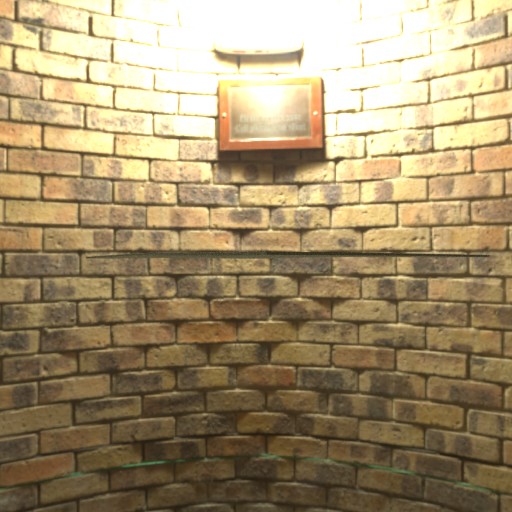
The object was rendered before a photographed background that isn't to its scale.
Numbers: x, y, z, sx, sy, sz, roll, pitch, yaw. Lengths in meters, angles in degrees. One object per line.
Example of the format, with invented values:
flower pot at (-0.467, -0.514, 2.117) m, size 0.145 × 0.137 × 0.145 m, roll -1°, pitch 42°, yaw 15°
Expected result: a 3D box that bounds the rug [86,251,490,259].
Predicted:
rug at (0.000, 0.000, 5.219) m, size 2.802 × 0.052 × 4.078 m, roll 0°, pitch -1°, yaw -36°
